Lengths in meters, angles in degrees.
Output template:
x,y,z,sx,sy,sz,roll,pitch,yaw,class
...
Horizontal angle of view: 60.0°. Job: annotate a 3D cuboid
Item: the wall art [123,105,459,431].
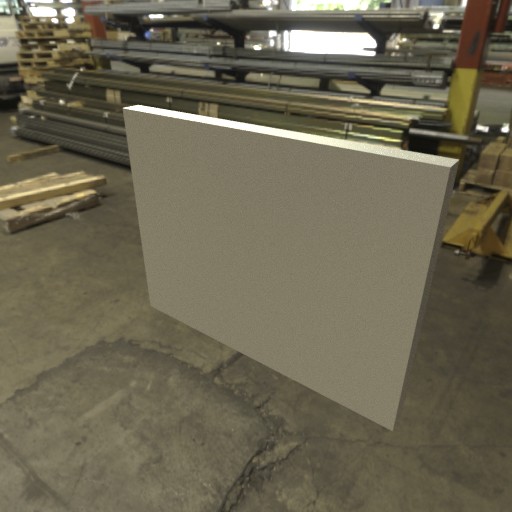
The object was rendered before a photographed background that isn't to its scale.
x,y,z,sx,sy,sz,roll,pitch,yaw,class
0.000,0.000,1.413,1.056,0.801,0.066,20,35,32,wall art
